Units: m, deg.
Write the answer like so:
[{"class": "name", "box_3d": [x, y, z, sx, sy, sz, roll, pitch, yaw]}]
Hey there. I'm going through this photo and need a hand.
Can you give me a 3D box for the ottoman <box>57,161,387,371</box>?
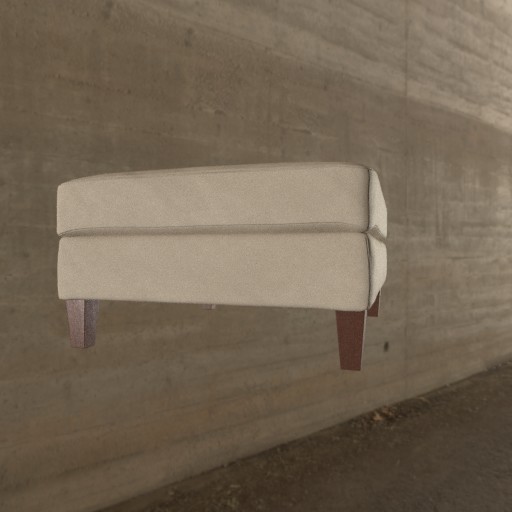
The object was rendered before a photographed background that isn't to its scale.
[{"class": "ottoman", "box_3d": [0.000, 0.000, 1.506, 0.836, 0.492, 1.002, 0, 0, 18]}]
